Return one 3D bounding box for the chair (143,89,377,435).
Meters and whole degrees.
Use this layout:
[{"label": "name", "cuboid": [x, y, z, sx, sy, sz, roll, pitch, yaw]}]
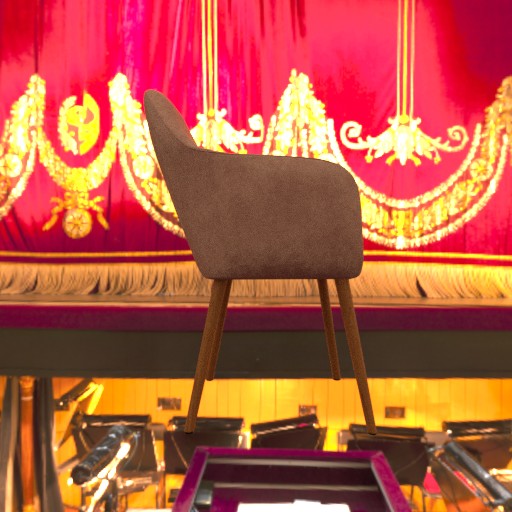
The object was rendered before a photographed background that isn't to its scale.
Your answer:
[{"label": "chair", "cuboid": [0.000, 0.000, 1.271, 0.570, 0.832, 0.610, 0, 0, 0]}]
